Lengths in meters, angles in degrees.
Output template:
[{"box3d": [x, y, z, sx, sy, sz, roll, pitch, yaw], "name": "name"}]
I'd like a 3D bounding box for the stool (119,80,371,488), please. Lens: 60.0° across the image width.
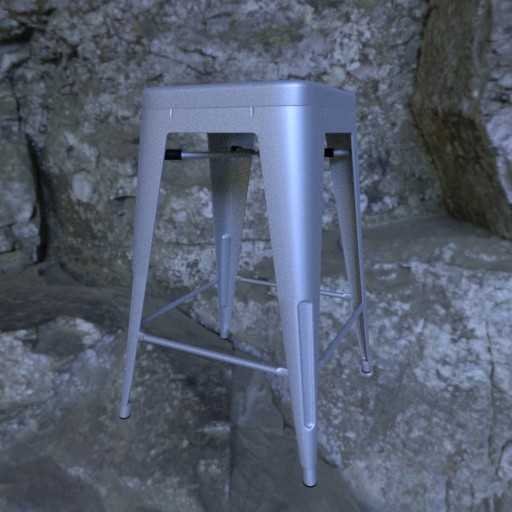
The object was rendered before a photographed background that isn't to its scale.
[{"box3d": [0.000, 0.000, 0.872, 0.406, 0.610, 0.406, 8, 17, 26], "name": "stool"}]
